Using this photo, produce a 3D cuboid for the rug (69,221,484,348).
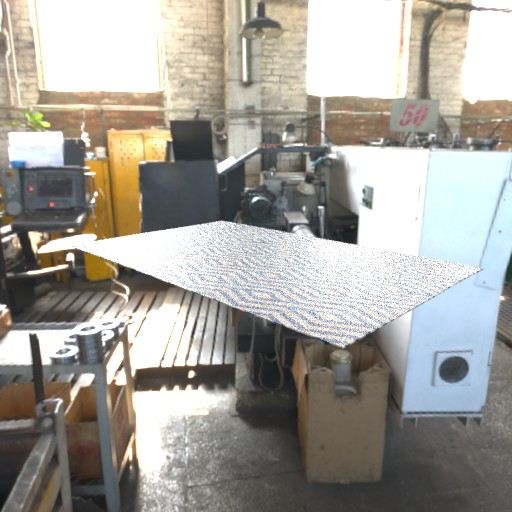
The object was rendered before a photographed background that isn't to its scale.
[{"bbox_3d":[0.000,0.000,3.029,2.439,0.008,1.531,14,20,43],"label":"rug"}]
